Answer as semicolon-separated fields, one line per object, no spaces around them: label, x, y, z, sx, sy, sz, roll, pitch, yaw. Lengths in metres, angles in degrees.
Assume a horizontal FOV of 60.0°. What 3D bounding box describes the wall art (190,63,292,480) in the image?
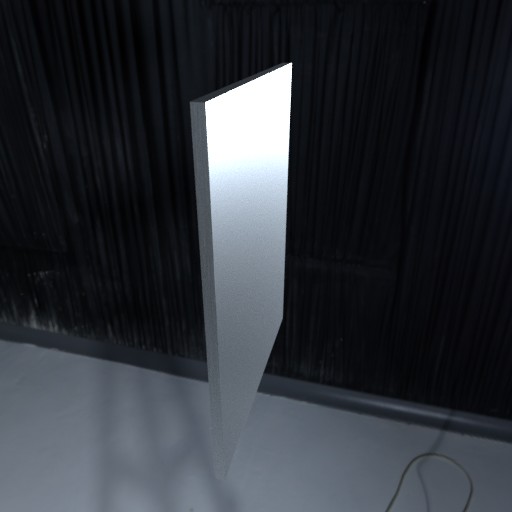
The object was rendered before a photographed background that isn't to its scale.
wall art;0.000;0.000;1.386;0.030;1.046;0.816;7;29;13
